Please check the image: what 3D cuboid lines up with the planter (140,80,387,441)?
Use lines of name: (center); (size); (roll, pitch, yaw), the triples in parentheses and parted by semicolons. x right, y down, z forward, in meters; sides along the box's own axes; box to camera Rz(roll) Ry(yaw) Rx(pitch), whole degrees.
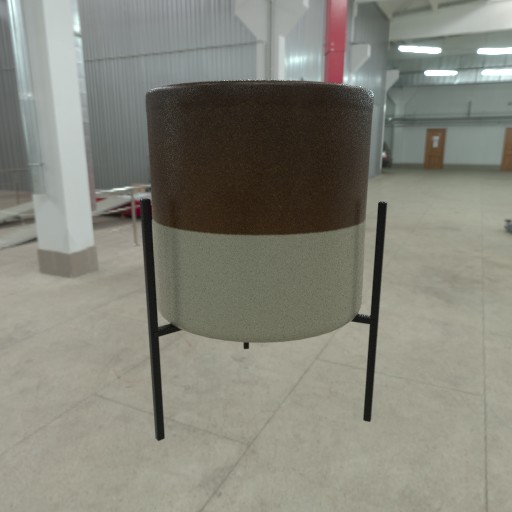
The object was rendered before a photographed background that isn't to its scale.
planter: (0.000, 0.000, 0.547); (0.255, 0.375, 0.269); (-2, 15, -9)
